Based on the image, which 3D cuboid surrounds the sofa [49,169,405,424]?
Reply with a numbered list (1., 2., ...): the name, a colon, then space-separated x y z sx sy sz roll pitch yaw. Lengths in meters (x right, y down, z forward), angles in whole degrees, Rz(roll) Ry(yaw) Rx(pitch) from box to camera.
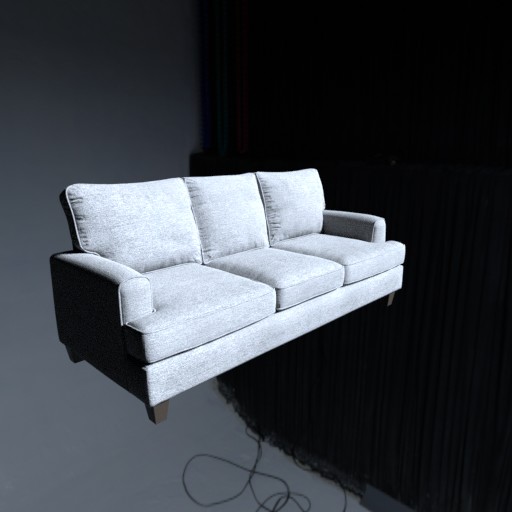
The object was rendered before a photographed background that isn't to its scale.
1. sofa: 0.000 0.000 2.737 0.951 0.965 2.158 14 20 43
